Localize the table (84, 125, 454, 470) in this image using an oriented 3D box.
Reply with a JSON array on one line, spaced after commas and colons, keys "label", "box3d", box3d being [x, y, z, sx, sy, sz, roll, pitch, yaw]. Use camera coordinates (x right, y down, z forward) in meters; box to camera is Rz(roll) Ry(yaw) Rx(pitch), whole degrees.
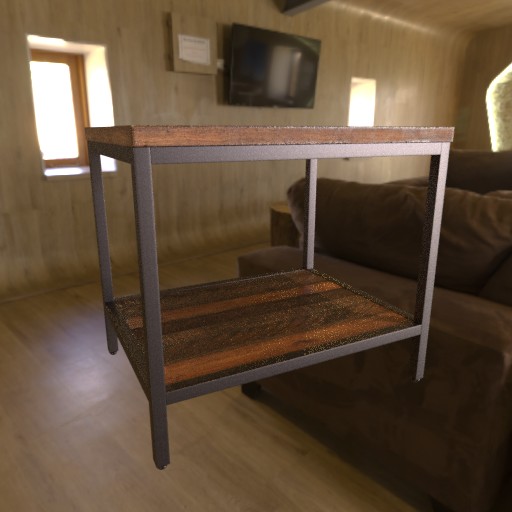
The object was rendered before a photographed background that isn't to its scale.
[{"label": "table", "box3d": [0.000, 0.000, 1.096, 0.678, 0.612, 0.524, -8, 18, -26]}]
